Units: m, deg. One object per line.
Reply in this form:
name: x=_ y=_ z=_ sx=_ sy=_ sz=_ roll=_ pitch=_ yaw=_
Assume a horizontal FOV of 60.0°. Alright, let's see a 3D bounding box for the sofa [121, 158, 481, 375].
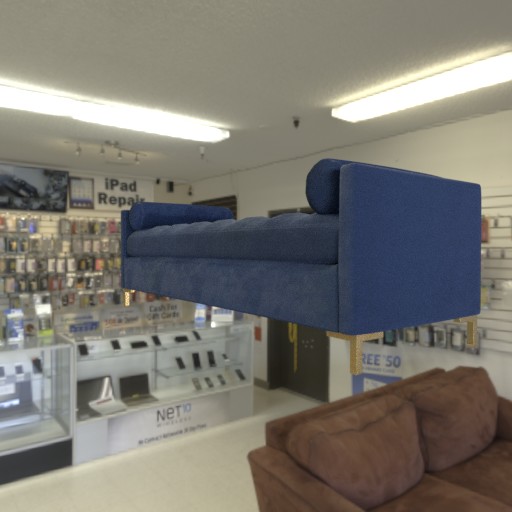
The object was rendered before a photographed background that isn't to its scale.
sofa: x=0.000 y=0.000 z=2.412 sx=0.796 sy=0.705 sz=2.102 roll=-1 pitch=1 yaw=-36
